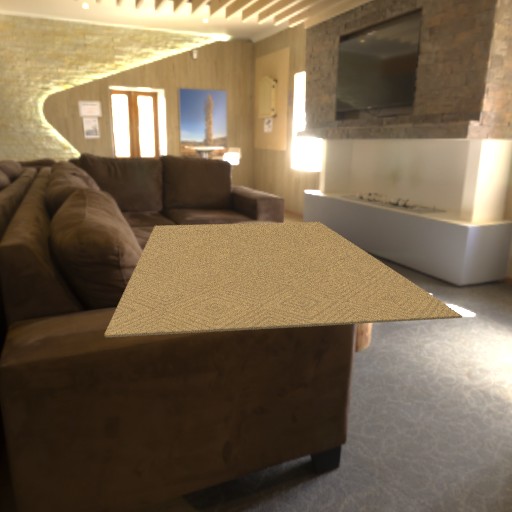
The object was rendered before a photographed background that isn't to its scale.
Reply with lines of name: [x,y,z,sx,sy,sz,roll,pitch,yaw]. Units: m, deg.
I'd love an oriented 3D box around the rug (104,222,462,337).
rug: [0.000,0.000,2.227,1.143,0.008,1.753,-2,15,-7]
